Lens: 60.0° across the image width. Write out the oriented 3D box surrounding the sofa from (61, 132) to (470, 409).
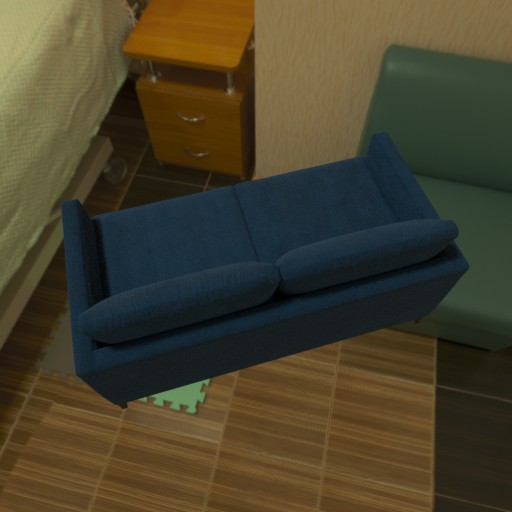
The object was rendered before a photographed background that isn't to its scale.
[{"bbox_3d":[0.000,0.000,2.148,1.676,0.817,0.875,-14,60,-8],"label":"sofa"}]
